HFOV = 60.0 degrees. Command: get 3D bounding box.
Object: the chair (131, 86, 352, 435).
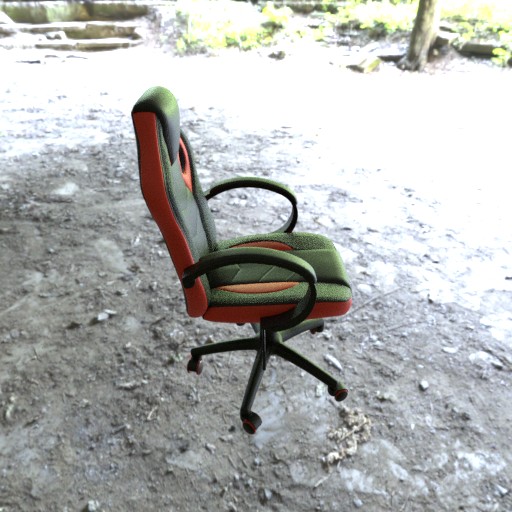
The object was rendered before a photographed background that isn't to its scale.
[{"bbox_3d":[0.000,0.000,1.426,0.642,1.016,0.600,-1,32,-1],"label":"chair"}]
